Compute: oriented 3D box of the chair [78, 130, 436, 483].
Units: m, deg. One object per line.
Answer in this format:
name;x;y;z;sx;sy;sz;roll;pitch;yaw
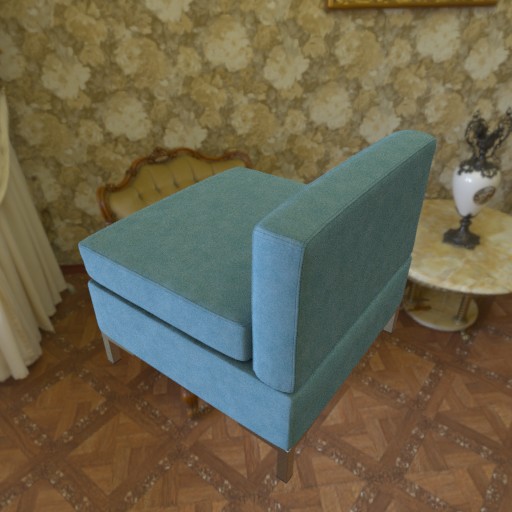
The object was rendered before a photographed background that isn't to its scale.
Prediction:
chair;0.000;0.000;1.229;0.685;0.660;0.684;22;39;30
